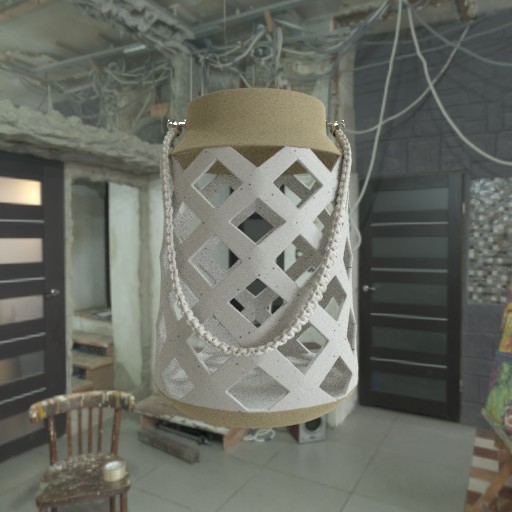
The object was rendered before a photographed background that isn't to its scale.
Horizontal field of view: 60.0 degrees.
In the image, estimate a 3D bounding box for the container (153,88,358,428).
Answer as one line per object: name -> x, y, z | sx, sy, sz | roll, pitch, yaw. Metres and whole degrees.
container -> 0.000, 0.000, 0.349 | 0.163, 0.229, 0.172 | 0, 2, -1
